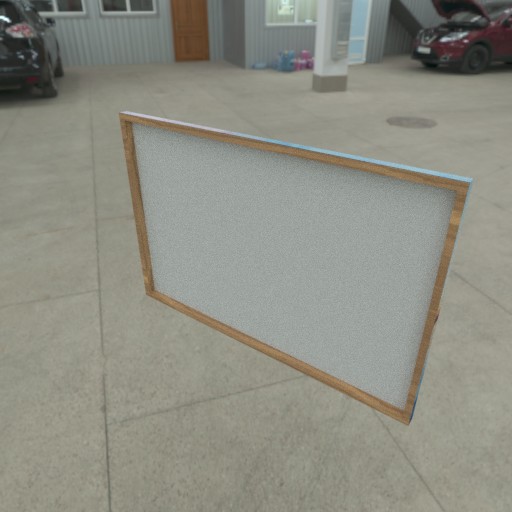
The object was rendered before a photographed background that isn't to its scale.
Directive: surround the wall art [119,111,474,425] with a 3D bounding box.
[{"bbox_3d":[0.000,0.000,0.755,0.604,0.402,0.018,20,36,31],"label":"wall art"}]
